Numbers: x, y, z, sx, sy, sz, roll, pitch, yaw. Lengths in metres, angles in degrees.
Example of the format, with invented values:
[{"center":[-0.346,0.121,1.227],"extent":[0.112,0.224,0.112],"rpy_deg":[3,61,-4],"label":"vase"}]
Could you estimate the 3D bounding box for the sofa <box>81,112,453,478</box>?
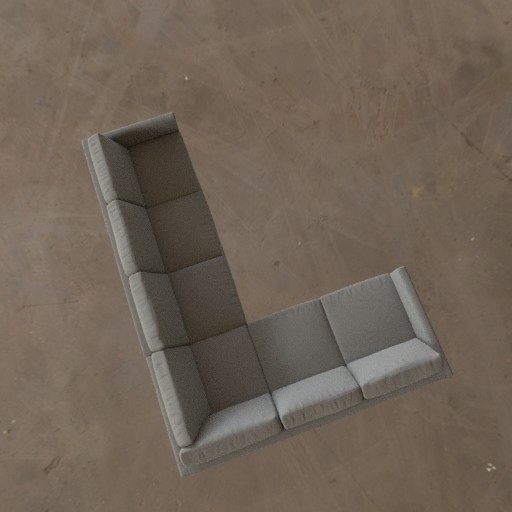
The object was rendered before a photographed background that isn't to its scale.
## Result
[{"center":[0.000,0.000,4.226],"extent":[2.432,0.871,3.182],"rpy_deg":[-19,77,-4],"label":"sofa"}]
